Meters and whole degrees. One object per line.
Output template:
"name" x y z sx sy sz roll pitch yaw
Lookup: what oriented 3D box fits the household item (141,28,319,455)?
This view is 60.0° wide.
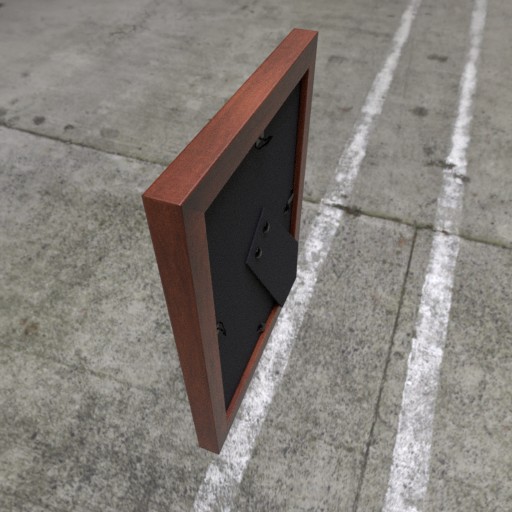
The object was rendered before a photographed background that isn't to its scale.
"household item" 0.000 0.000 0.326 0.020 0.250 0.200 15 47 14
